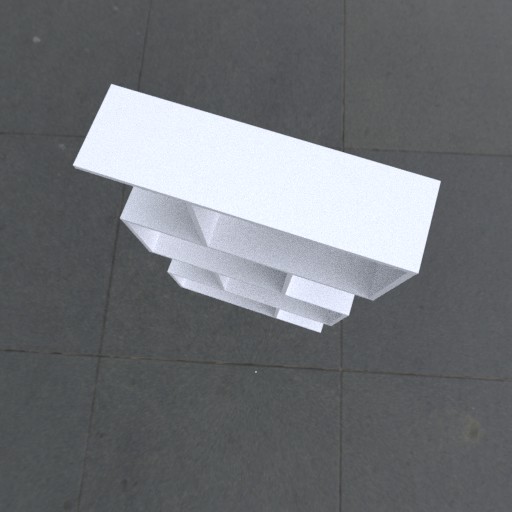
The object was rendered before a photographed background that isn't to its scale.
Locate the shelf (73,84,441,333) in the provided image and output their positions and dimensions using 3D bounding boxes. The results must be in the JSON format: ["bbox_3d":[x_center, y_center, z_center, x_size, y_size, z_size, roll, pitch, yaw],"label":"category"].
[{"bbox_3d":[0.000,0.000,1.910,0.890,1.650,0.250,18,76,5],"label":"shelf"}]
